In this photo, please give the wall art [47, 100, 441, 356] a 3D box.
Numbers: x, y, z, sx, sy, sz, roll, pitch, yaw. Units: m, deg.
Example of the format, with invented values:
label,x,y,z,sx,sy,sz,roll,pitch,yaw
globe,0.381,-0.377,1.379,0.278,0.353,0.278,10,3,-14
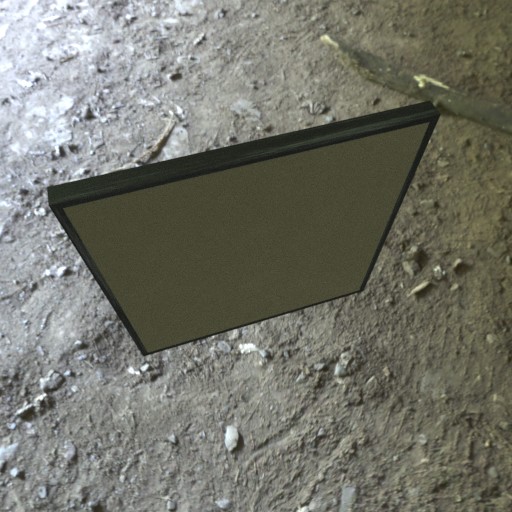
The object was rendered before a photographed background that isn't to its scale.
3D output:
label,x,y,z,sx,sy,sz,roll,pitch,yaw
wall art,0.000,0.000,1.155,0.762,0.758,0.043,-15,59,-9
